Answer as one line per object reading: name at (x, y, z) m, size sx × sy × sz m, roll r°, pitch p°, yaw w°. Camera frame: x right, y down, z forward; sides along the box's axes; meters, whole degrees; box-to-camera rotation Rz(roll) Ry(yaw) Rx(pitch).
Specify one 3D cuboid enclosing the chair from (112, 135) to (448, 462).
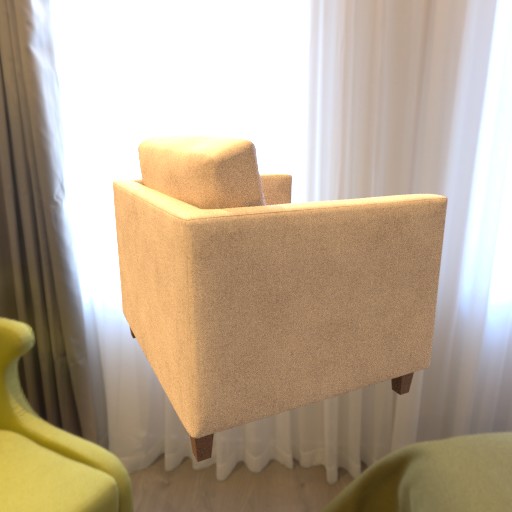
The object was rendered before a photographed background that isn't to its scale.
chair at (0.000, 0.000, 1.824) m, size 0.959 × 0.961 × 1.133 m, roll -7°, pitch 17°, yaw -25°
